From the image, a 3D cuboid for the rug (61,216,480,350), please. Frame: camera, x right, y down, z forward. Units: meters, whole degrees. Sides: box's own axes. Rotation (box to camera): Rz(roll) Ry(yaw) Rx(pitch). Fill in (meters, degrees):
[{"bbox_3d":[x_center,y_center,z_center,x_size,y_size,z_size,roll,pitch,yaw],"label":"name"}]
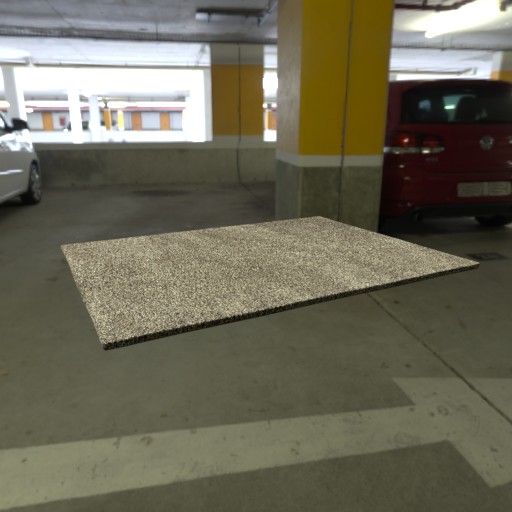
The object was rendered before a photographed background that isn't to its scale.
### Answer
[{"bbox_3d":[0.000,0.000,2.096,1.601,0.025,1.198,-9,18,-27],"label":"rug"}]
